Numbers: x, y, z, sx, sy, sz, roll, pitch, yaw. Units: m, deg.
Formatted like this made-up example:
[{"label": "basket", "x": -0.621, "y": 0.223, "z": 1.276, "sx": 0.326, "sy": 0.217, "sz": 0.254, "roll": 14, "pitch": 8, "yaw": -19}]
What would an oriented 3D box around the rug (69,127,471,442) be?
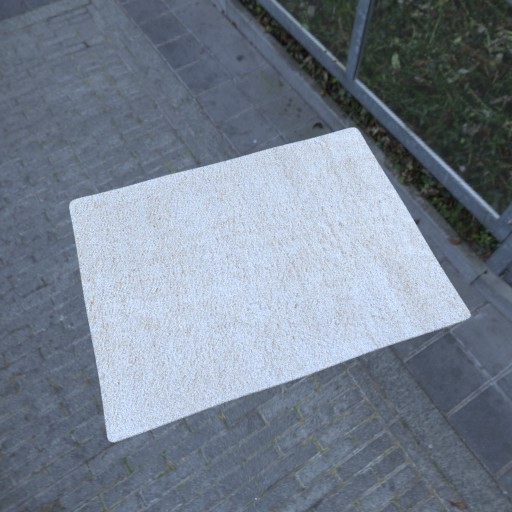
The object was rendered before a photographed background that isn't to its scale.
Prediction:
[{"label": "rug", "x": 0.000, "y": 0.000, "z": 2.101, "sx": 1.600, "sy": 0.027, "sz": 1.200, "roll": -17, "pitch": 63, "yaw": -9}]
